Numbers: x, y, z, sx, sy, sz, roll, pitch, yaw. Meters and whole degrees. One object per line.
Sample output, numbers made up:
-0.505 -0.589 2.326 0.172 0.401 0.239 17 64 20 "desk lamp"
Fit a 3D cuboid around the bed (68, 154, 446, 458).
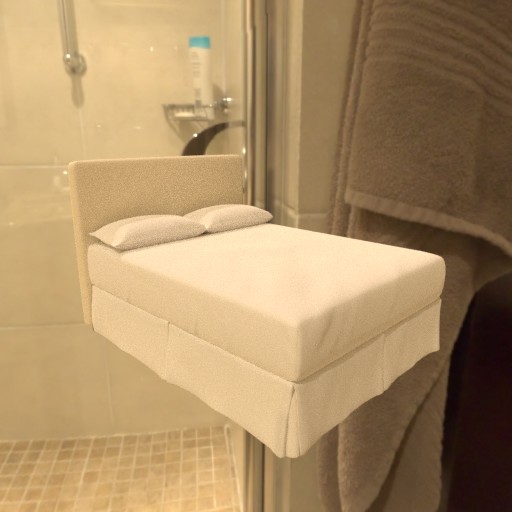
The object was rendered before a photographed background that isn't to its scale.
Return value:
0.000 0.000 3.177 2.147 1.330 1.714 14 21 43 "bed"
